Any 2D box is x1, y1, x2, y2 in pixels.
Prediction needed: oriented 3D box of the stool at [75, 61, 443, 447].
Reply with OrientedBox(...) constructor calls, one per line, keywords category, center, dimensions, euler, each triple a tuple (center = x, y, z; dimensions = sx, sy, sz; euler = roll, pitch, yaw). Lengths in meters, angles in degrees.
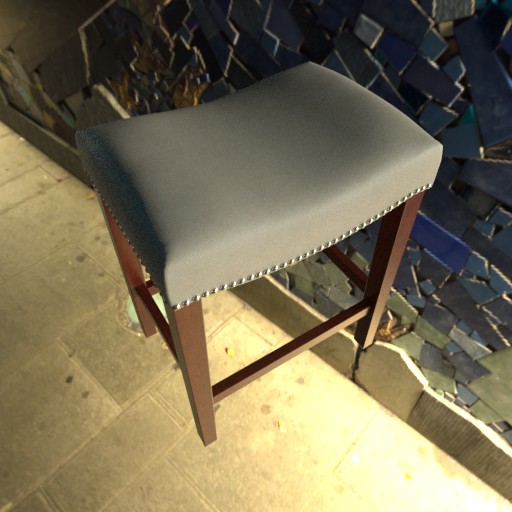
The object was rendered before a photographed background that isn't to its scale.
OrientedBox(category="stool", center=(0.000, 0.000, 0.942), dimensions=(0.509, 0.632, 0.375), euler=(-25, 53, -21))
